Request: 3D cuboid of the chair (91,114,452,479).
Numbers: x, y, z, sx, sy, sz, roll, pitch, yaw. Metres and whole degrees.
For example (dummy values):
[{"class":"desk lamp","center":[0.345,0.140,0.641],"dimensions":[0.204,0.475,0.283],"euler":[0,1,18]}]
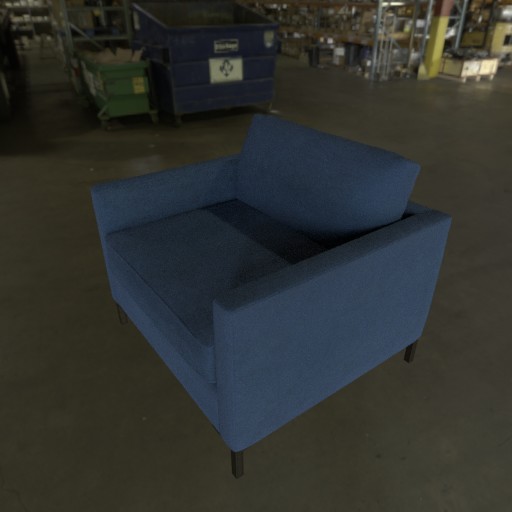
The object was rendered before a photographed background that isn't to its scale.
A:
[{"class":"chair","center":[0.000,0.000,1.607],"dimensions":[0.875,0.812,0.964],"euler":[-20,36,-31]}]
